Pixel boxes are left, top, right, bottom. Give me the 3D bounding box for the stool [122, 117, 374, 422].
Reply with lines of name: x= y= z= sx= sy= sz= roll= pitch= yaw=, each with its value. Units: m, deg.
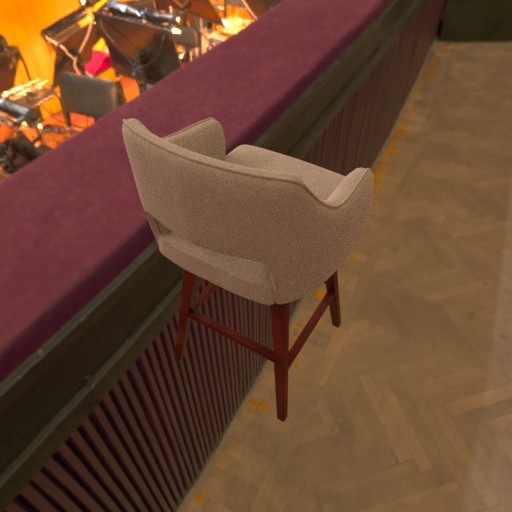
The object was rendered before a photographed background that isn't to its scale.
stool: x=0.000 y=0.000 z=1.350 sx=0.548 sy=1.012 sz=0.558 roll=24 pitch=51 yaw=21
